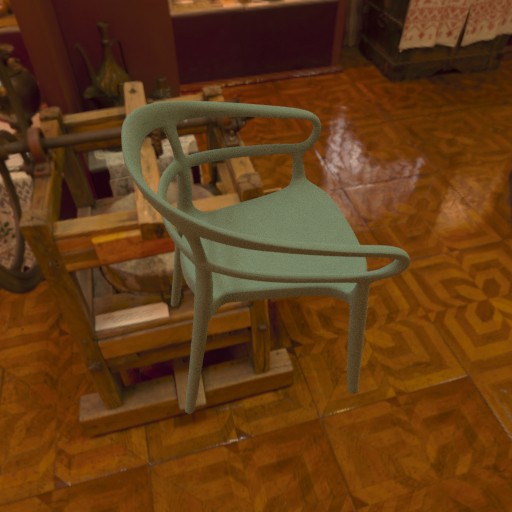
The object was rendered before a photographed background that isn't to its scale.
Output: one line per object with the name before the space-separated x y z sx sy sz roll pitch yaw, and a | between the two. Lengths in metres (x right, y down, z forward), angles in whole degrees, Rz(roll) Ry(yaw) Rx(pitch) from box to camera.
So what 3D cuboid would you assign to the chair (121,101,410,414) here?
chair | 0.000 0.000 1.159 0.527 0.761 0.559 -10 47 -9
